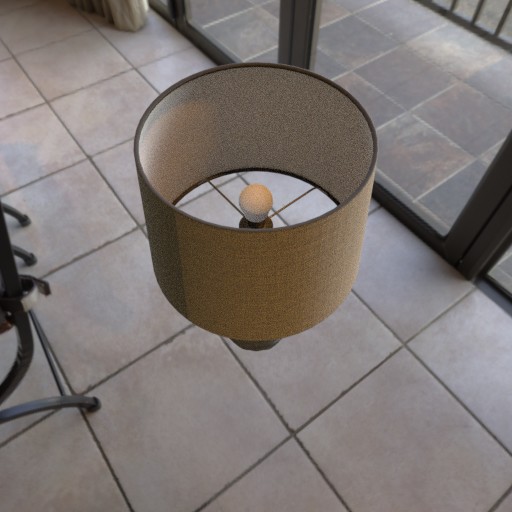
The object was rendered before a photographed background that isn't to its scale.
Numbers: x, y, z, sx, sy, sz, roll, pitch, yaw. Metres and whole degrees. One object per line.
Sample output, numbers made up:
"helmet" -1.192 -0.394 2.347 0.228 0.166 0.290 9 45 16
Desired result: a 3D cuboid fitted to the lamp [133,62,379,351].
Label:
"lamp" 0.000 0.000 0.841 0.376 0.594 0.376 0 57 0
